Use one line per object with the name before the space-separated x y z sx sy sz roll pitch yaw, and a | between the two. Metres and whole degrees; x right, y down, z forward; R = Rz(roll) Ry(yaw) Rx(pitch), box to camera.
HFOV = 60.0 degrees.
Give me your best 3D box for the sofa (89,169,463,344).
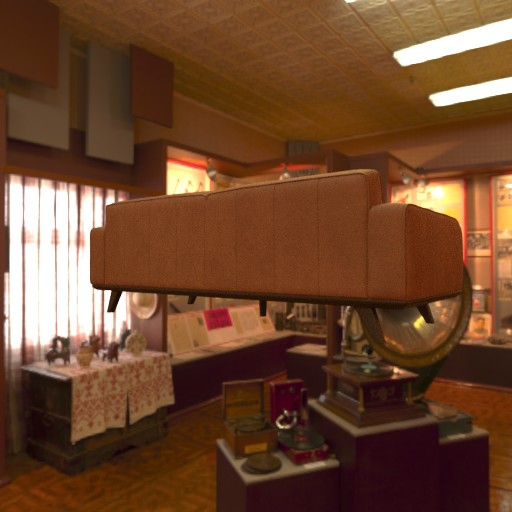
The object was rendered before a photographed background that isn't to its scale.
sofa | 0.000 0.000 2.817 2.270 0.780 0.953 -1 -1 37
